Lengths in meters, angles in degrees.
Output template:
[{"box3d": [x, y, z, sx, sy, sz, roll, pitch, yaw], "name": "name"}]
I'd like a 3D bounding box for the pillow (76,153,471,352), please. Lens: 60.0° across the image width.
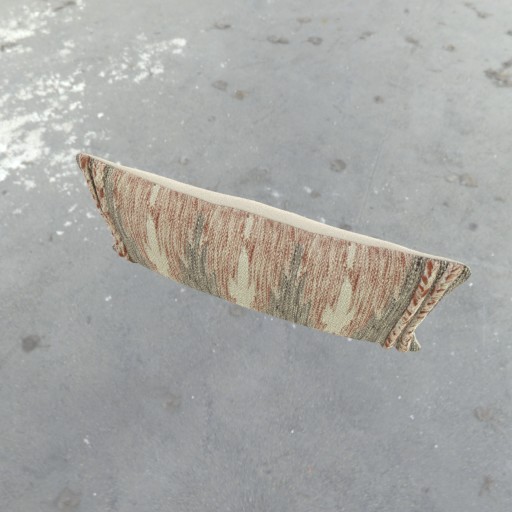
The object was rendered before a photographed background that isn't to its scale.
[{"box3d": [0.000, 0.000, 0.755, 0.635, 0.282, 0.139, 17, 58, 11], "name": "pillow"}]
